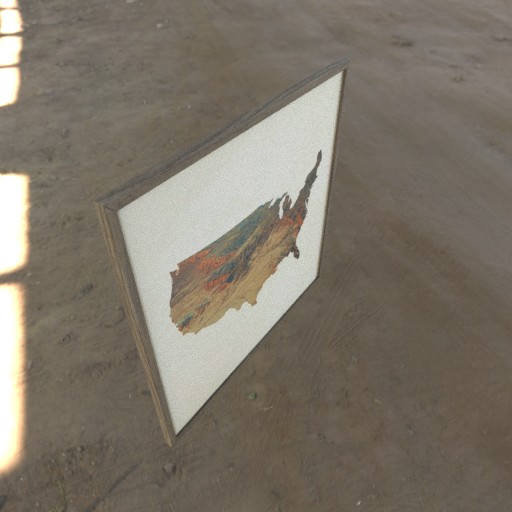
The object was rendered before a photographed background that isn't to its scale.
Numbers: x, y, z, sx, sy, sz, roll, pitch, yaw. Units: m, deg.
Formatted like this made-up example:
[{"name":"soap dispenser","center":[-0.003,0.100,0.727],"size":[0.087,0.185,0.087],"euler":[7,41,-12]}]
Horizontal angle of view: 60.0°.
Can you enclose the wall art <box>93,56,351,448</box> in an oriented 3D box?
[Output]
[{"name":"wall art","center":[0.000,0.000,0.744],"size":[0.016,0.507,0.508],"euler":[26,48,26]}]
